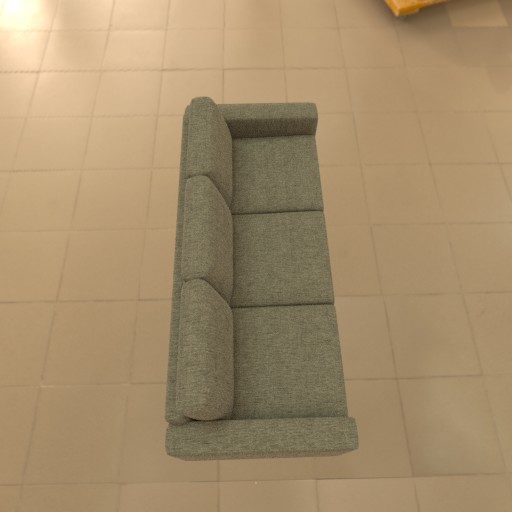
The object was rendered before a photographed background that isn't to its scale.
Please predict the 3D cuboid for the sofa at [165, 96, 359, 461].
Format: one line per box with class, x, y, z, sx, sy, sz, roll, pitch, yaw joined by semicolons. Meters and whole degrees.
sofa;0.000;0.000;2.626;0.900;0.800;2.160;-2;63;-1
